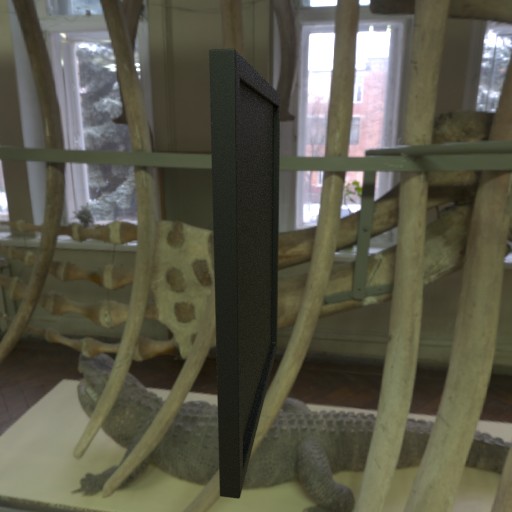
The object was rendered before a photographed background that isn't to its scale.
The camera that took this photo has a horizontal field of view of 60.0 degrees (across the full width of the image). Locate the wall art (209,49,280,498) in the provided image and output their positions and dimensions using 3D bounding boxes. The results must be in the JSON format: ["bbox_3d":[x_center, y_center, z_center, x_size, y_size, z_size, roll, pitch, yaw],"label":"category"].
[{"bbox_3d":[0.000,0.000,0.747,0.028,0.559,0.457,2,15,9],"label":"wall art"}]
